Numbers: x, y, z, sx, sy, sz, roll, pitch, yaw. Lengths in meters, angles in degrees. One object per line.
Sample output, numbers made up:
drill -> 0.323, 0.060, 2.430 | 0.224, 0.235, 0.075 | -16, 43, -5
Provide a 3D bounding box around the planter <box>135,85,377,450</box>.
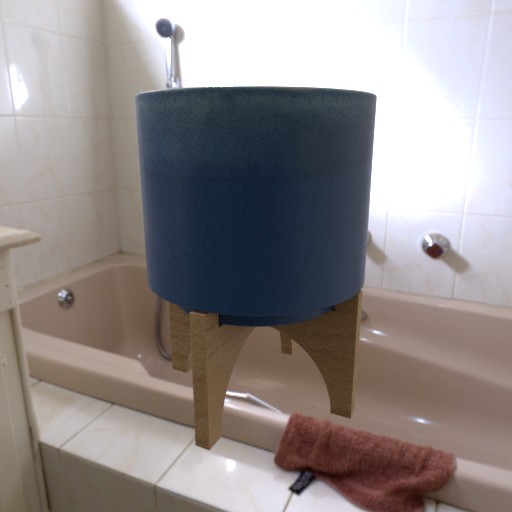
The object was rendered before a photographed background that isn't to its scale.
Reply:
planter -> 0.000, 0.000, 0.543 | 0.261, 0.367, 0.261 | 0, 16, 0
